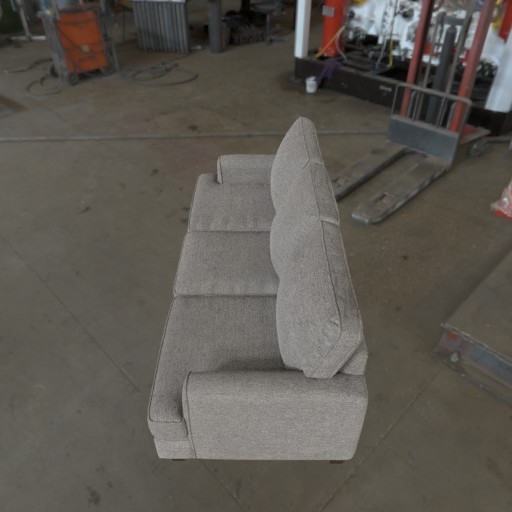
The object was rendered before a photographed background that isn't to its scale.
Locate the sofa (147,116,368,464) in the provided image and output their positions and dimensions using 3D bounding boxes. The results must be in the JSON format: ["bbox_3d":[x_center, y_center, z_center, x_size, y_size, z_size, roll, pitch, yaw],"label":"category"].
[{"bbox_3d":[0.000,0.000,2.670,0.951,0.965,2.158,0,39,0],"label":"sofa"}]
